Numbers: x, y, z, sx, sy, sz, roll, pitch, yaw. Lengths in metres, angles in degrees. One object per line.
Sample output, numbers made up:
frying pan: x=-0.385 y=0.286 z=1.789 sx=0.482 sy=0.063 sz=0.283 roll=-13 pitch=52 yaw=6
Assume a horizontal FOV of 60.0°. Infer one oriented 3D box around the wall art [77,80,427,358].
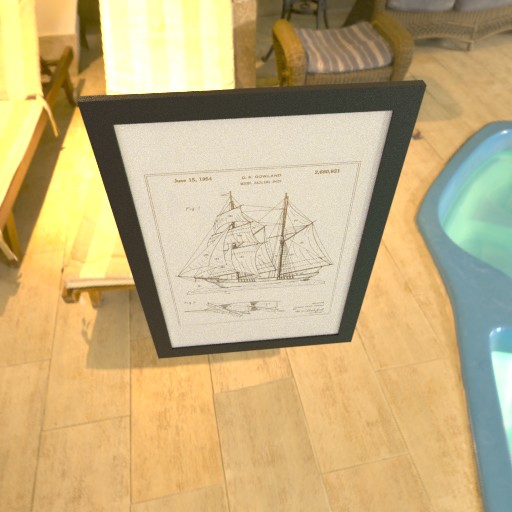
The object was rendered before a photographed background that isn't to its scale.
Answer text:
wall art: x=0.000 y=0.000 z=0.680 sx=0.381 sy=0.534 sz=0.013 roll=-4 pitch=47 yaw=-4
